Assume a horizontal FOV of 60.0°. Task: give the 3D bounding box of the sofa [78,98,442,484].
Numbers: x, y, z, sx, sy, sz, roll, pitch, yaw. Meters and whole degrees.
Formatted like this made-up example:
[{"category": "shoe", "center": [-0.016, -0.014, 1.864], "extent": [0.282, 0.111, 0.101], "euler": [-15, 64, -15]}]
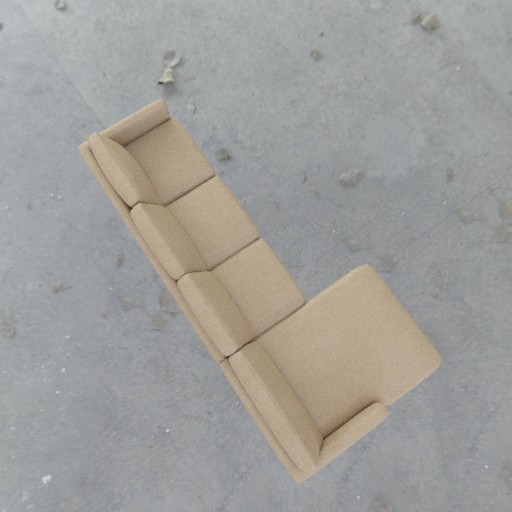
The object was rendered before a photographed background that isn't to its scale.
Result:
[{"category": "sofa", "center": [0.000, 0.000, 3.742], "extent": [1.502, 0.876, 3.201], "euler": [-34, 79, -8]}]
